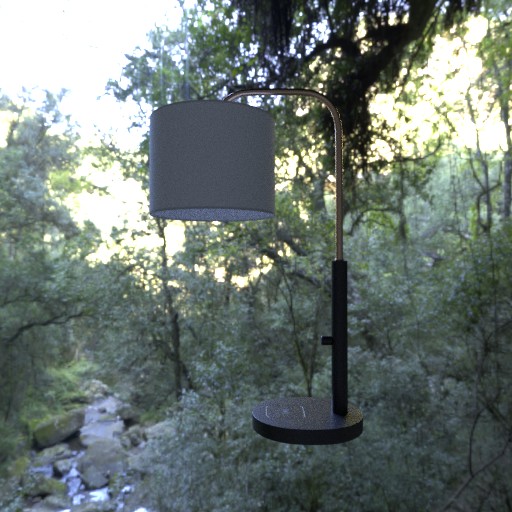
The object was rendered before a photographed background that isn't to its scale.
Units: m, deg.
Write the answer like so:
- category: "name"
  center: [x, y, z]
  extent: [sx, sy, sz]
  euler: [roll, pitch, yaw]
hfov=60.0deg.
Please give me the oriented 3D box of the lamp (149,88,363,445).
- category: "lamp"
  center: [0.000, 0.000, 0.711]
  extent: [0.337, 0.540, 0.199]
  euler: [0, -1, 1]
